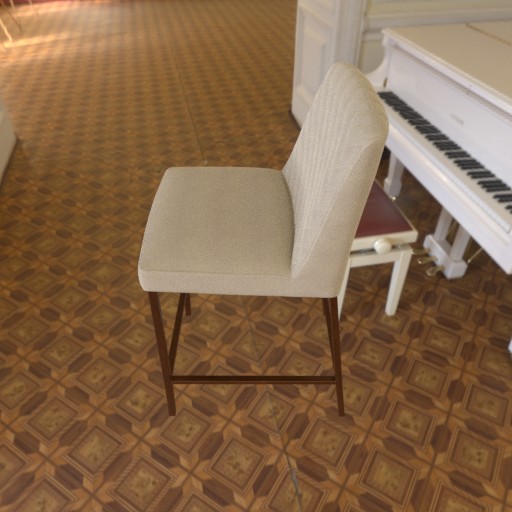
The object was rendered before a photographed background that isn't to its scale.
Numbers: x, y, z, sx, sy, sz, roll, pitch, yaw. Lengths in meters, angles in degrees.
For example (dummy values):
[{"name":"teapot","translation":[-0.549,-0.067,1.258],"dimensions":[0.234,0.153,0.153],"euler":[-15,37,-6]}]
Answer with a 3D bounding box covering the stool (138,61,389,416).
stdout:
[{"name":"stool","translation":[0.000,0.000,1.293],"dimensions":[0.576,0.973,0.507],"euler":[0,40,0]}]
